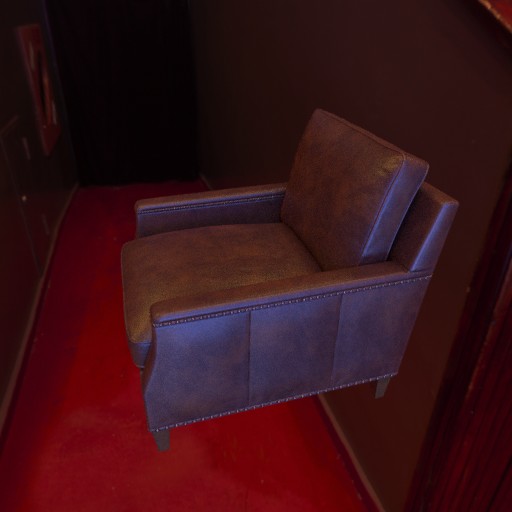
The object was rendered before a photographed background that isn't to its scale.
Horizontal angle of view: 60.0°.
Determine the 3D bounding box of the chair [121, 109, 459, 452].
[{"bbox_3d":[0.000,0.000,1.697,1.014,0.929,0.853,-8,32,-14],"label":"chair"}]
